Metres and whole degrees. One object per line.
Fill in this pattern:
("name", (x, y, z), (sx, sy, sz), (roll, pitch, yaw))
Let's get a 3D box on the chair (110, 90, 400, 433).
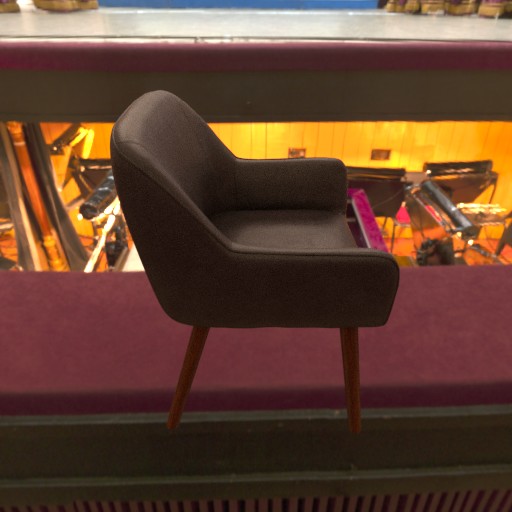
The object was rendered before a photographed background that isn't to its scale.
("chair", (0.000, 0.000, 1.245), (0.610, 0.828, 0.610), (-1, 32, -1))
